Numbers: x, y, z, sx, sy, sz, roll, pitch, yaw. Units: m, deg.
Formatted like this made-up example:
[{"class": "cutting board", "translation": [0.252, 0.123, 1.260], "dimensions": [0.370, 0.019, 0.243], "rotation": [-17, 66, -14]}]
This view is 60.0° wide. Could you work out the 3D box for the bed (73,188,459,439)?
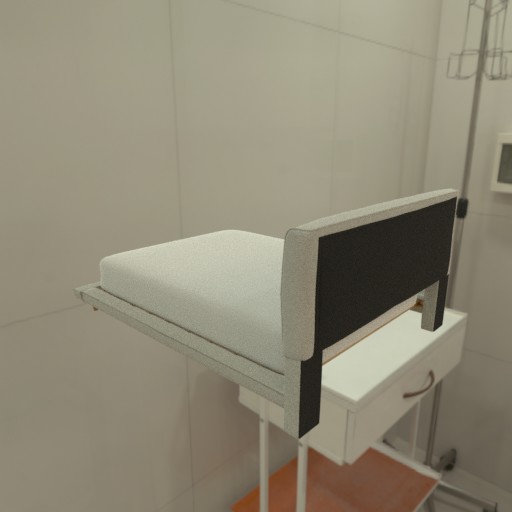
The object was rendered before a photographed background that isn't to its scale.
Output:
[{"class": "bed", "translation": [0.000, 0.000, 3.394], "dimensions": [2.368, 1.067, 1.840], "rotation": [14, 21, 41]}]
